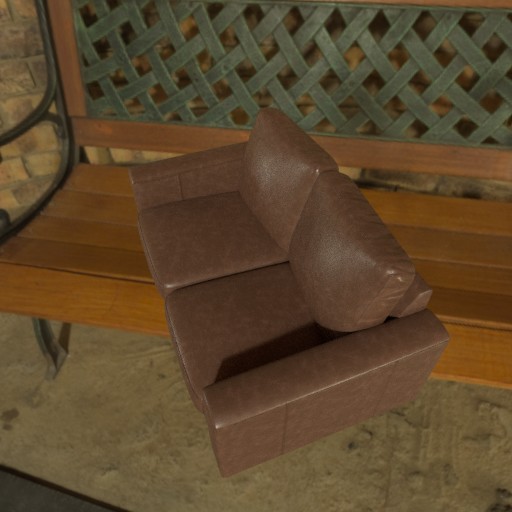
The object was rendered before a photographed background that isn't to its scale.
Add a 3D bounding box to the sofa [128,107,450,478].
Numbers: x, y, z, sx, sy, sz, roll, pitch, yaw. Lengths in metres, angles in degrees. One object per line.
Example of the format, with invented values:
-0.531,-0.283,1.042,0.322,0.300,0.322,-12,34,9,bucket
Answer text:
0.000,0.000,2.205,1.016,0.873,1.616,-16,49,-15,sofa
